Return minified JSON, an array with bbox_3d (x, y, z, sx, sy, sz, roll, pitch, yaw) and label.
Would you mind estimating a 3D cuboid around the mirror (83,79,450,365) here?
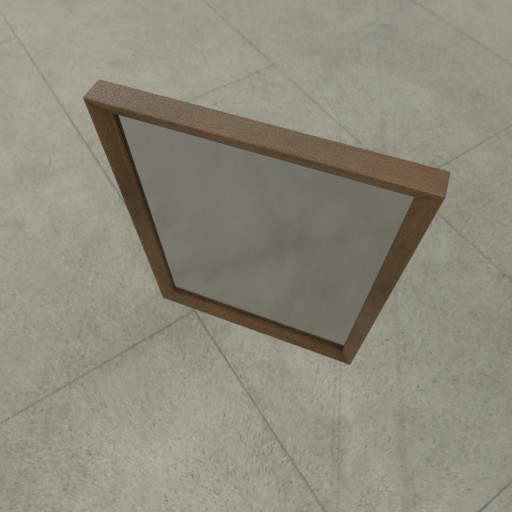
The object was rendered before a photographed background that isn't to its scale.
[{"bbox_3d":[0.000,0.000,0.690,0.406,0.509,0.041,18,60,11],"label":"mirror"}]
